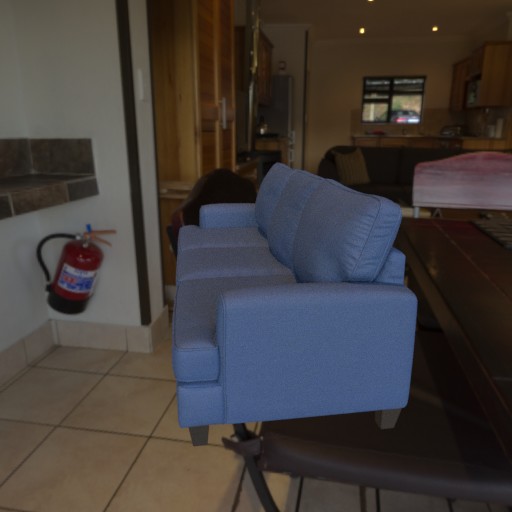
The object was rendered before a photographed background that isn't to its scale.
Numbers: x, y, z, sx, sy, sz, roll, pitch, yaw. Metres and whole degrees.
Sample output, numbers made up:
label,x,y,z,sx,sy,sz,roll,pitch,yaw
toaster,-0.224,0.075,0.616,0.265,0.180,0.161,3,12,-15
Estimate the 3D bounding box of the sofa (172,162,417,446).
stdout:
label,x,y,z,sx,sy,sz,roll,pitch,yaw
sofa,0.000,0.000,2.637,0.951,0.965,2.158,-2,16,-8
